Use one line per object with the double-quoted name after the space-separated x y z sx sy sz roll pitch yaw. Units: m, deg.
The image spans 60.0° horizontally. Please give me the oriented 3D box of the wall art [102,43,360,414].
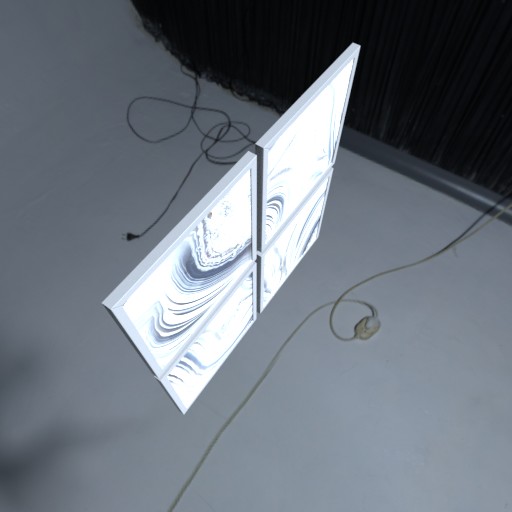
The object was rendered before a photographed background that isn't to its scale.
0.000 0.000 1.668 0.029 1.118 1.118 31 64 17 "wall art"
